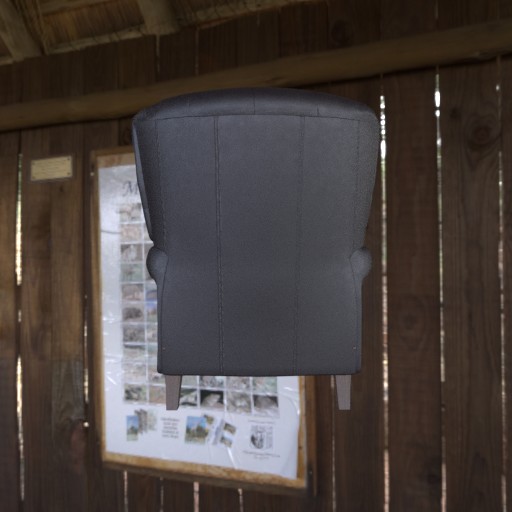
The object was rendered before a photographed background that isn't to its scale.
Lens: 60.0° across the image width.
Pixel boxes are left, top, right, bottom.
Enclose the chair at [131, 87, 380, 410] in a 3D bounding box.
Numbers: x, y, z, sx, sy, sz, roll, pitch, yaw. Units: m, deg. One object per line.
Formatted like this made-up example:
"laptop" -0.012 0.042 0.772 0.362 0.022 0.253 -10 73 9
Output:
"chair" 0.000 0.000 1.959 0.948 1.158 1.058 0 -1 -1
